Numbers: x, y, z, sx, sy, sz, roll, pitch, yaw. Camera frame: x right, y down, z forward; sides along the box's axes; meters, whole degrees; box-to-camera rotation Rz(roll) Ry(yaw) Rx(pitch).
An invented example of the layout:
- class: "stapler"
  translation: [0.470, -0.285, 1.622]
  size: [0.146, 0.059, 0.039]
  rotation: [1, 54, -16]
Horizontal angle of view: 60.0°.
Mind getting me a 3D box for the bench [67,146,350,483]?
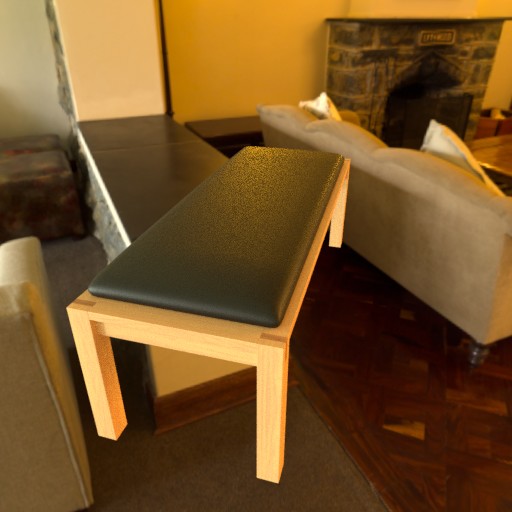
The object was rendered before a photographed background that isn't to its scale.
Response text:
- class: "bench"
  translation: [0.000, 0.000, 1.425]
  size: [0.450, 0.430, 1.202]
  rotation: [8, 30, 14]
